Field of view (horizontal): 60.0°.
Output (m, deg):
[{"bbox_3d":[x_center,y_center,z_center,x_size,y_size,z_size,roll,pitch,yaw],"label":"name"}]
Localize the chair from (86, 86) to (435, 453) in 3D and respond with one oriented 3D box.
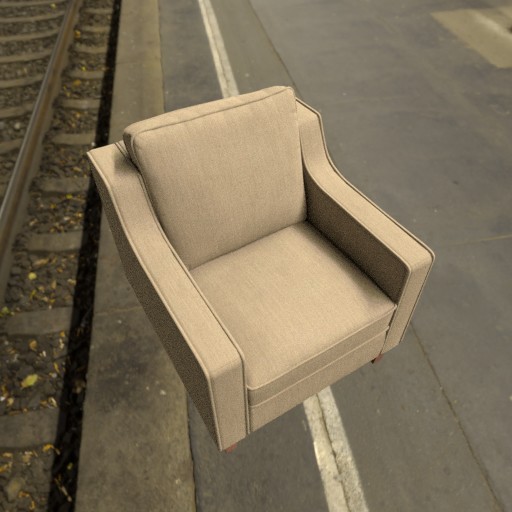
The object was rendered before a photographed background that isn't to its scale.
[{"bbox_3d":[0.000,0.000,1.648,0.831,0.960,0.909,-24,51,-21],"label":"chair"}]
